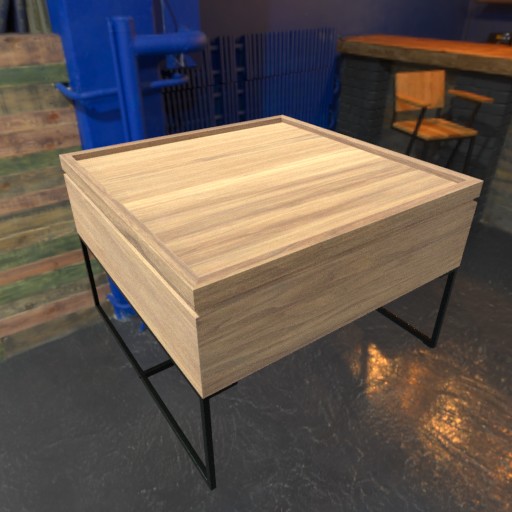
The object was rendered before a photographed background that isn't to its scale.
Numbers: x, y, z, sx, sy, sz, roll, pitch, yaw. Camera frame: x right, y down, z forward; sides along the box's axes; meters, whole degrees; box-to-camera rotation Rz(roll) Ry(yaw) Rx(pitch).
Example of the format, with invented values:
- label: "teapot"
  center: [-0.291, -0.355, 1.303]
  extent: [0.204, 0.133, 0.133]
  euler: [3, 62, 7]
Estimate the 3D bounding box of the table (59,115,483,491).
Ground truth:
- label: "table"
  center: [0.000, 0.000, 1.107]
  extent: [0.679, 0.464, 0.676]
  euler: [-20, 36, -29]
